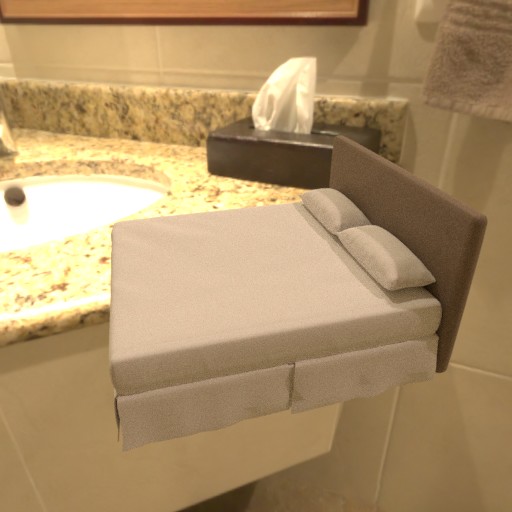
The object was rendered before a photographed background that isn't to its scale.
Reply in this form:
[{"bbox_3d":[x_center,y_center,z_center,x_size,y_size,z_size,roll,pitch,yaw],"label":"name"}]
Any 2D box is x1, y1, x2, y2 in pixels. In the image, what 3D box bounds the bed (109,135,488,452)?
[{"bbox_3d":[0.000,0.000,3.523,2.341,1.317,2.119,-8,30,-13],"label":"bed"}]
